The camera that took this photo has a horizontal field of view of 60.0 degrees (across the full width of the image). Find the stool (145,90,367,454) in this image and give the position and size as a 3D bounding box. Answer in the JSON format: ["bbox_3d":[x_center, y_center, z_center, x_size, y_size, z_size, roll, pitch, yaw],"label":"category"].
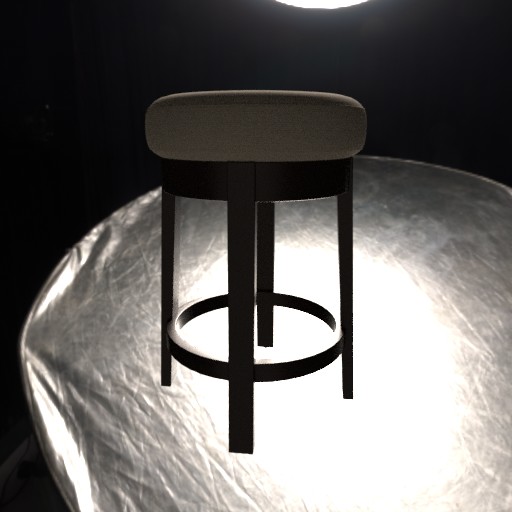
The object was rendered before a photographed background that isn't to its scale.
[{"bbox_3d":[0.000,0.000,0.956,0.449,0.655,0.449,0,16,0],"label":"stool"}]
